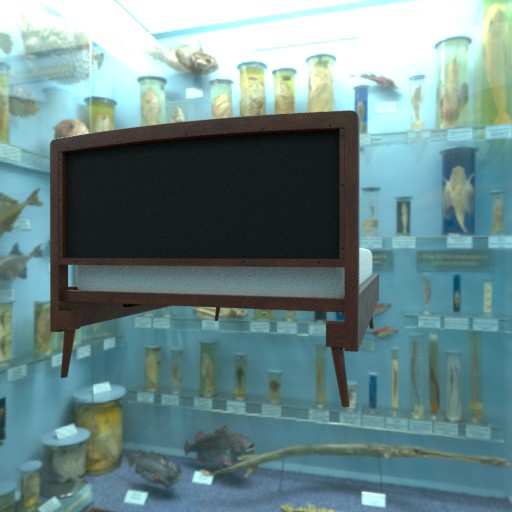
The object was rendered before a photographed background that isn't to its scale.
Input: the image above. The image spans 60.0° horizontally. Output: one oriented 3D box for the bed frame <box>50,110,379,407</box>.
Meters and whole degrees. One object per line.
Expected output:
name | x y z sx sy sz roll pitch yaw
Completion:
bed frame | 0.000 0.000 3.124 1.587 1.279 2.171 0 0 18
